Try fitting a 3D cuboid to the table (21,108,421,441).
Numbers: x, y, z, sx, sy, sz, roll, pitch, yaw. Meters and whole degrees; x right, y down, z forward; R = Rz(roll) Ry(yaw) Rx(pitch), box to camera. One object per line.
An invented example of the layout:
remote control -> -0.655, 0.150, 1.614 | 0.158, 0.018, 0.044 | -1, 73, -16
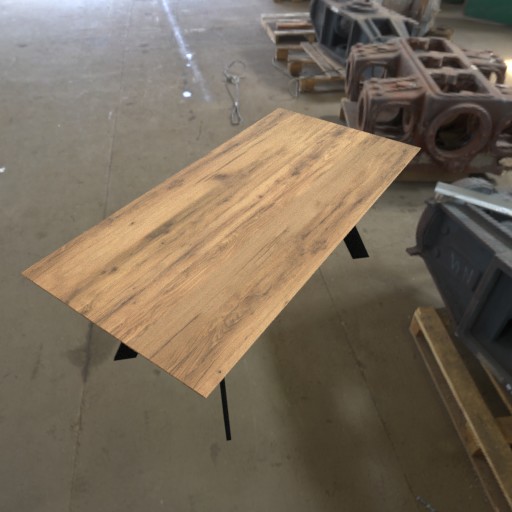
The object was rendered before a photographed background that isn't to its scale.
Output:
table -> 0.000, 0.000, 2.502 | 1.000, 0.770, 2.000 | 25, 48, 25
